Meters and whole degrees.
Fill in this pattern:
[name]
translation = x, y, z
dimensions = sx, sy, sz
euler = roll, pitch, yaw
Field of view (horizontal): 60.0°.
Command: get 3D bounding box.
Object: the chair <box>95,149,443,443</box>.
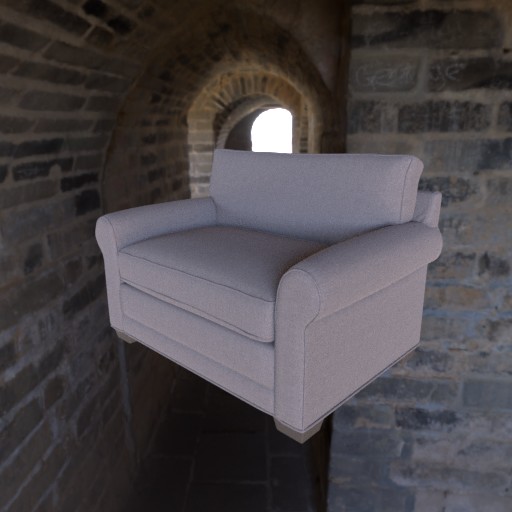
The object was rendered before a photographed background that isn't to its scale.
[chair]
translation = 0.000, 0.000, 2.050
dimensions = 1.390, 0.930, 0.930
euler = 14, 21, 42
